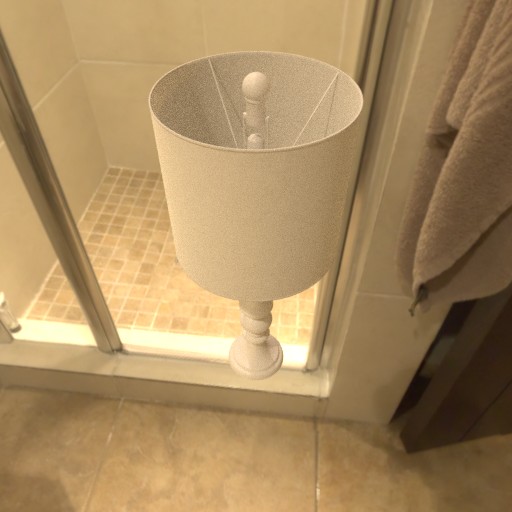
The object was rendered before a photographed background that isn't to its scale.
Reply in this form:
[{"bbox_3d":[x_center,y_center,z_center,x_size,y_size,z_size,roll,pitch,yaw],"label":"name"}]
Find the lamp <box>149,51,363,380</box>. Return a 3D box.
[{"bbox_3d":[0.000,0.000,0.721,0.250,0.597,0.250,-23,50,-21],"label":"lamp"}]
